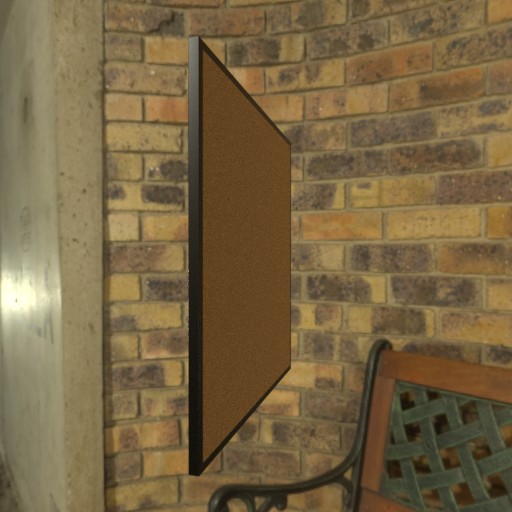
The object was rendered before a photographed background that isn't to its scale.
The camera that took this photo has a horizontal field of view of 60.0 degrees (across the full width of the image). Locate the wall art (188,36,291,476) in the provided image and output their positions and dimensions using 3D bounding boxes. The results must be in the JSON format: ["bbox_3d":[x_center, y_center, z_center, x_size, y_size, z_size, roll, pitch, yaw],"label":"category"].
[{"bbox_3d":[0.000,0.000,0.681,0.012,0.458,0.457,0,0,17],"label":"wall art"}]
